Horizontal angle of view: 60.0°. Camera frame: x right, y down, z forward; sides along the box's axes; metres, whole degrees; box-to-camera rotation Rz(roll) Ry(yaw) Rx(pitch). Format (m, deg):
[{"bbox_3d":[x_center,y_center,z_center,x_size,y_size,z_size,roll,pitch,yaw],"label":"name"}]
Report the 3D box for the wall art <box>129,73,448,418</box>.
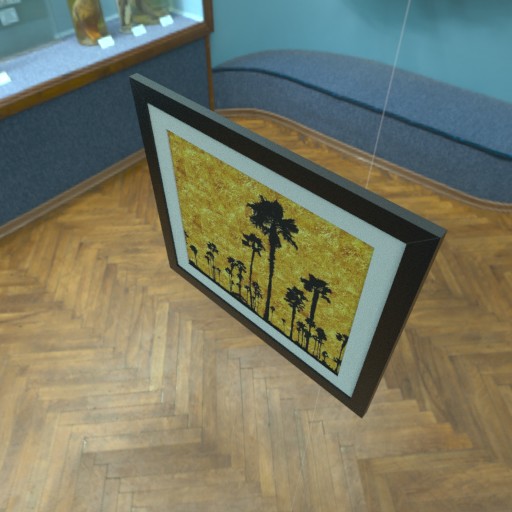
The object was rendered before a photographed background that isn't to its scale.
[{"bbox_3d":[0.000,0.000,0.541,0.383,0.332,0.012,34,56,27],"label":"wall art"}]
